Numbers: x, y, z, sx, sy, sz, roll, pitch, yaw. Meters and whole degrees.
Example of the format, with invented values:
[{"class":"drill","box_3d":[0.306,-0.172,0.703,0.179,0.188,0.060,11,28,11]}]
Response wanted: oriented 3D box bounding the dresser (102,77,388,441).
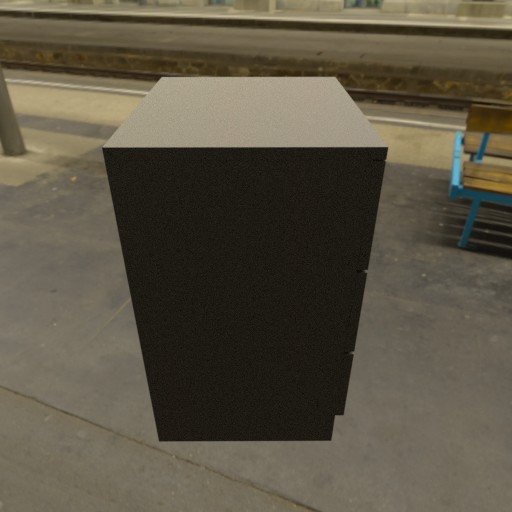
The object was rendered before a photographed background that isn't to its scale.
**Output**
[{"class":"dresser","box_3d":[0.000,0.000,0.835,0.360,0.560,0.400,0,33,0]}]
